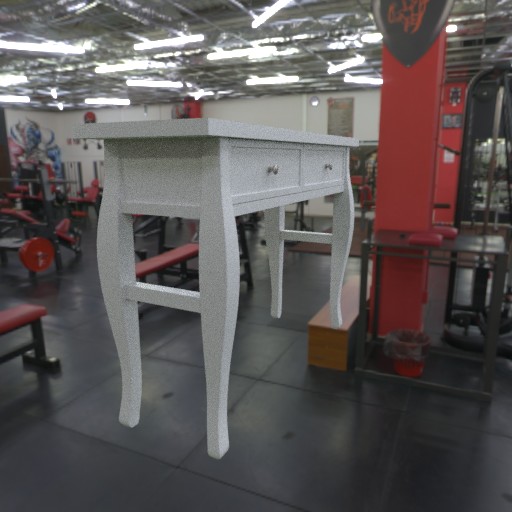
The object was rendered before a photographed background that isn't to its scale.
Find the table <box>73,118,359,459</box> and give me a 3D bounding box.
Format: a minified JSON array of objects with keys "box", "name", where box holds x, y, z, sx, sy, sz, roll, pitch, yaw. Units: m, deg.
[{"box":[0.000,0.000,1.438,0.373,0.768,1.062,7,14,27],"name":"table"}]
